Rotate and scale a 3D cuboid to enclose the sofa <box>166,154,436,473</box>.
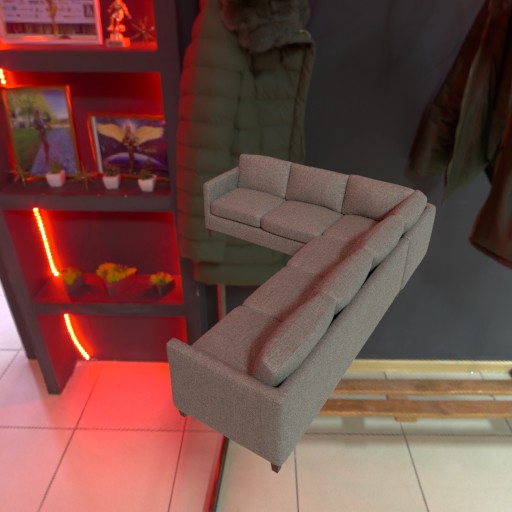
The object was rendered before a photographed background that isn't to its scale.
[{"bbox_3d":[0.000,0.000,4.383,2.593,0.947,3.302,19,35,29],"label":"sofa"}]
